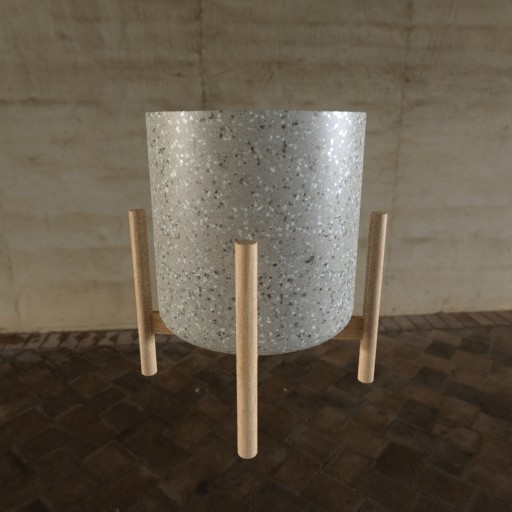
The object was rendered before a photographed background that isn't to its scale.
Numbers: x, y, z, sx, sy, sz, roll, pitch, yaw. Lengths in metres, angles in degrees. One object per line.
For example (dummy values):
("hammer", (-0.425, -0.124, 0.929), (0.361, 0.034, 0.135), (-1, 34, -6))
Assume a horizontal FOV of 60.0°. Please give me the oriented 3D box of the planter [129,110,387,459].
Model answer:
("planter", (0.000, 0.000, 0.684), (0.360, 0.419, 0.360), (8, 18, 25))
